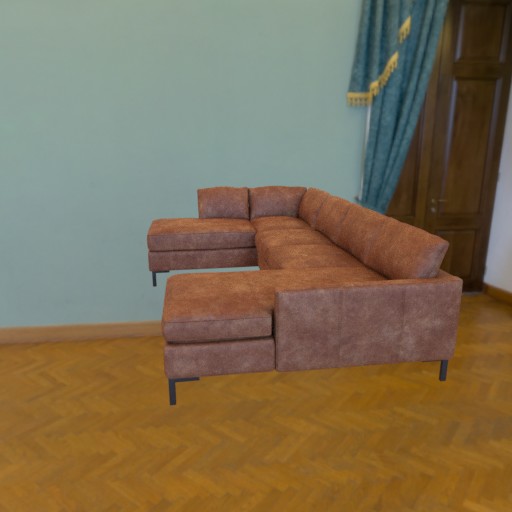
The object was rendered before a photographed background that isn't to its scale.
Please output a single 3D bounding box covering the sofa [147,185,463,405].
[{"bbox_3d":[0.000,0.000,3.815,1.939,0.900,2.956,-2,15,-9],"label":"sofa"}]
